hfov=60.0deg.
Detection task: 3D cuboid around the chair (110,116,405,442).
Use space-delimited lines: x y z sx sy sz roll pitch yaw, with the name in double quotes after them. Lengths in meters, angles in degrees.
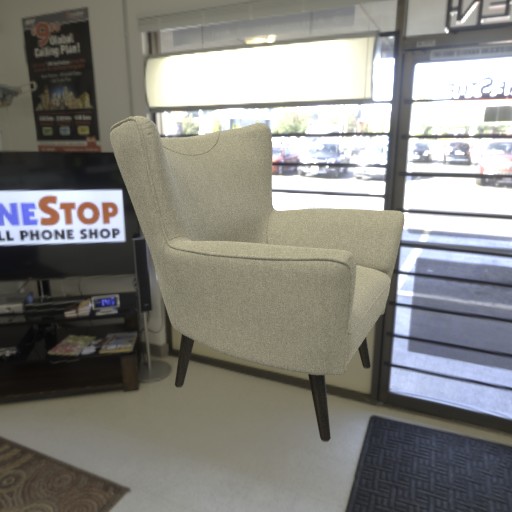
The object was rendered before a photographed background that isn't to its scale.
0.000 0.000 1.577 0.888 0.933 0.781 8 17 27 "chair"
